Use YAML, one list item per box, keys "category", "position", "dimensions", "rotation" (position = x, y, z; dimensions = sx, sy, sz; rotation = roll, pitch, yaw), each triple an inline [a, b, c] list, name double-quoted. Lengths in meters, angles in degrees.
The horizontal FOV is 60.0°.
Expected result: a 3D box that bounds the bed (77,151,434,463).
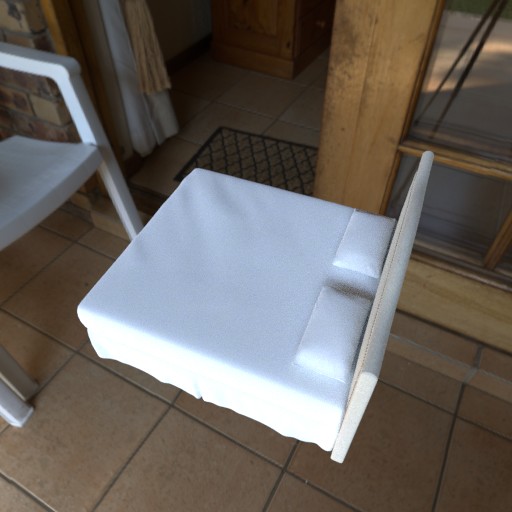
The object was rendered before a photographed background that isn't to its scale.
- category: "bed"
  position: [0.000, 0.000, 3.544]
  dimensions: [2.182, 1.421, 2.083]
  rotation: [17, 50, 15]
